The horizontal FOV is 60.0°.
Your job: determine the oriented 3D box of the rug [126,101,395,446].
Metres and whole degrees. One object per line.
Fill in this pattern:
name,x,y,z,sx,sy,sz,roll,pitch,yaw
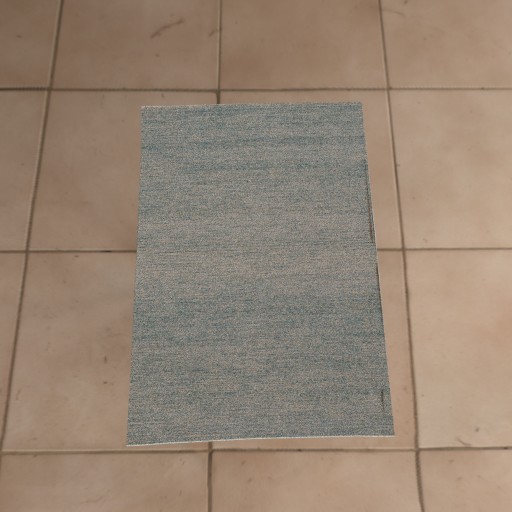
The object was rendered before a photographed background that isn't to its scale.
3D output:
rug,0.000,0.000,2.941,1.613,0.030,2.306,-1,75,0
